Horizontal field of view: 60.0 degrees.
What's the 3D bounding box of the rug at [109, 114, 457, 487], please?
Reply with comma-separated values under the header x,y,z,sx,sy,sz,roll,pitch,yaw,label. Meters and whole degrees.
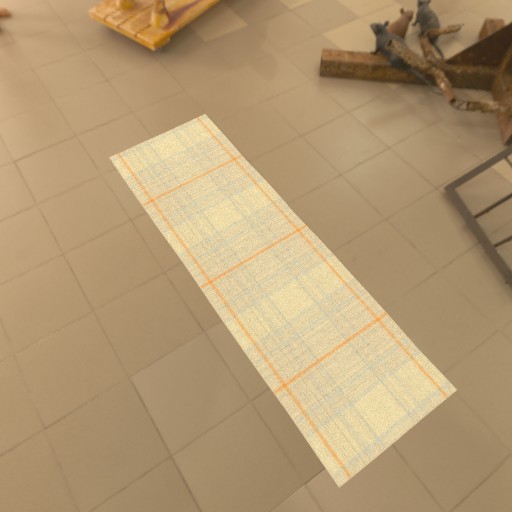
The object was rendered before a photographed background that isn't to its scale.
x,y,z,sx,sy,sz,roll,pitch,yaw,label
0.000,0.000,2.633,0.770,0.016,2.442,-30,63,-17,rug
